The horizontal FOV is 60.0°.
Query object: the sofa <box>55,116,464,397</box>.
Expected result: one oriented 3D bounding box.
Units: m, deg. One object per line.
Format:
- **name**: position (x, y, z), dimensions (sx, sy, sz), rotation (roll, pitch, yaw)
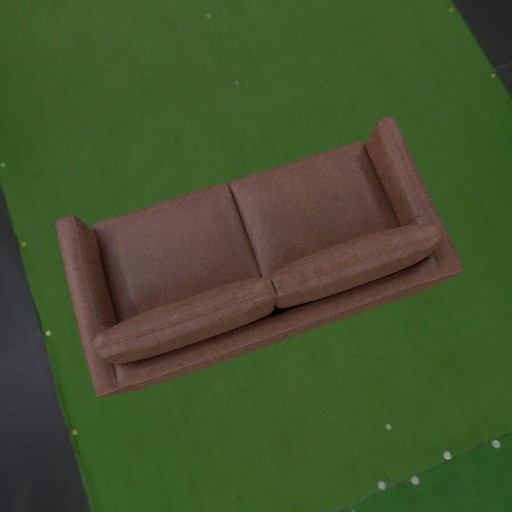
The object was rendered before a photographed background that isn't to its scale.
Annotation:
- **sofa**: position (0.000, 0.000, 2.311), dimensions (1.797, 0.883, 0.899), rotation (-19, 76, -5)
